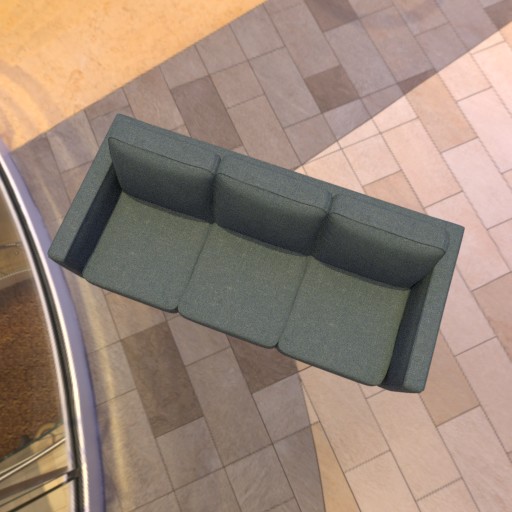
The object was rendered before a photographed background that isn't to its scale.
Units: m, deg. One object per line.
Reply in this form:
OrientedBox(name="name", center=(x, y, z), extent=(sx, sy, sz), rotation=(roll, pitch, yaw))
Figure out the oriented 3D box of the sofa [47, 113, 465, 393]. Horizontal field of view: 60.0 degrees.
OrientedBox(name="sofa", center=(0.000, 0.000, 2.533), extent=(2.013, 0.945, 0.935), rotation=(19, 76, 5))
